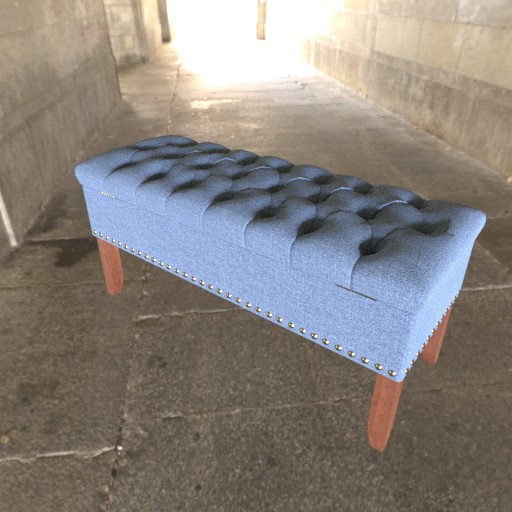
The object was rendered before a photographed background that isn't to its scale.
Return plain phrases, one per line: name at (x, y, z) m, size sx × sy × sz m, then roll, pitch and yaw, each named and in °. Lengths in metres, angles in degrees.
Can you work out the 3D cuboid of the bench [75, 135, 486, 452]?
bench at (0.000, 0.000, 1.274) m, size 1.052 × 0.492 × 0.417 m, roll 22°, pitch 37°, yaw 32°
